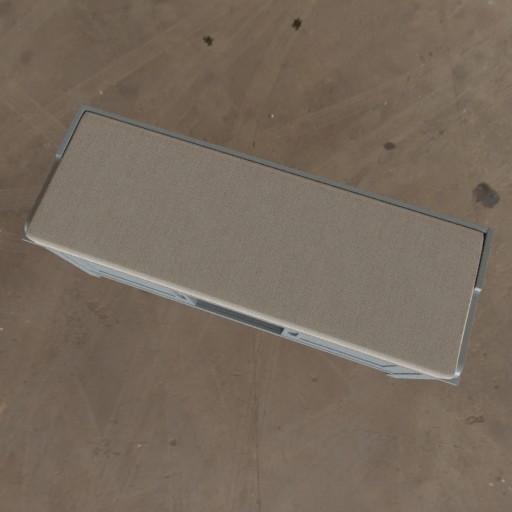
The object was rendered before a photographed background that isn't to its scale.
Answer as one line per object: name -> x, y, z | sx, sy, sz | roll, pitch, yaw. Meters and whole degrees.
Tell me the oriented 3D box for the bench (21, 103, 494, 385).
bench -> 0.000, 0.000, 1.337 | 1.140, 0.501, 0.398 | 18, 76, 5
